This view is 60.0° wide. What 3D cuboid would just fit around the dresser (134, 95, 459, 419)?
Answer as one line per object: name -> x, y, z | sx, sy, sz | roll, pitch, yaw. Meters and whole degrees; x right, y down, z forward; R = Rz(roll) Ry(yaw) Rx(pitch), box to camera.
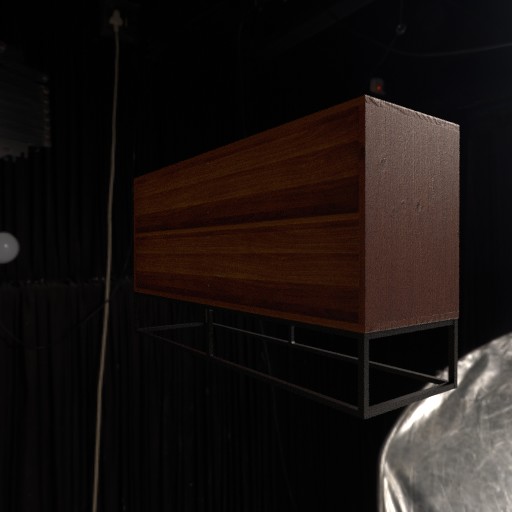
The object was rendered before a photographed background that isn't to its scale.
dresser -> 0.000, 0.000, 1.858 | 0.464, 0.810, 1.536 | 0, 0, -37
